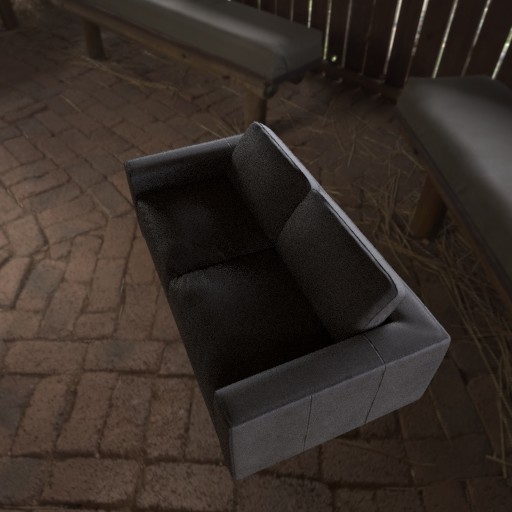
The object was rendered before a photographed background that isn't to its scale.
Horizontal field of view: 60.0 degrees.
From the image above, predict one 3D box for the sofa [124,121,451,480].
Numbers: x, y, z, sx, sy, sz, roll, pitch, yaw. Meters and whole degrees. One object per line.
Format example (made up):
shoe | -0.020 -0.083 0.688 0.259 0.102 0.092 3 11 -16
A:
sofa | 0.000 0.000 2.496 1.070 0.800 1.920 -17 48 -16
